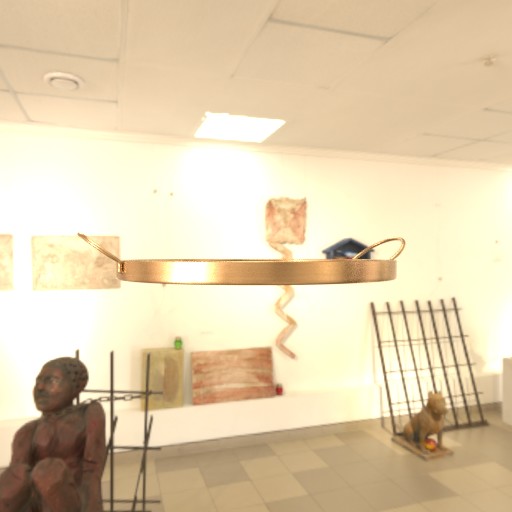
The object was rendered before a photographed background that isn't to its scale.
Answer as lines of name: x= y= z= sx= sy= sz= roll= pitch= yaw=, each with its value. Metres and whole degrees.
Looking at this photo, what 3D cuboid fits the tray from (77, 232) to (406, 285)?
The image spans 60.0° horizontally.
tray: x=0.000 y=0.000 z=0.724 sx=0.543 sy=0.069 sz=0.438 roll=0 pitch=0 yaw=-18
